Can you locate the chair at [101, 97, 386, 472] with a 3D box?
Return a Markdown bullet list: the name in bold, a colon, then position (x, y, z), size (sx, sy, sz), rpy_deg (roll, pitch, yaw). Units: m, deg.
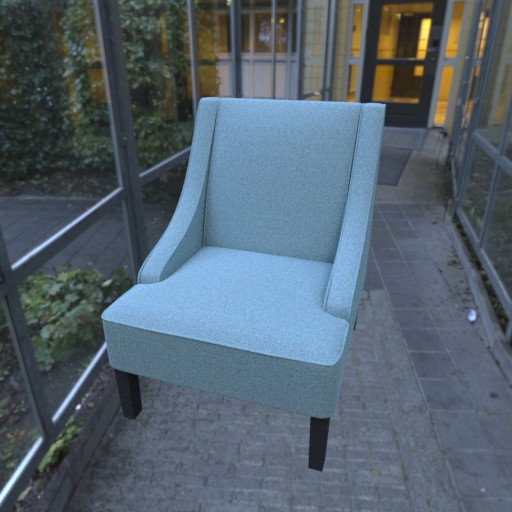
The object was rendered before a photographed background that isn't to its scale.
- **chair**: position (0.000, 0.000, 1.836), size (0.857, 1.133, 1.025), rpy_deg (8, 27, 17)
